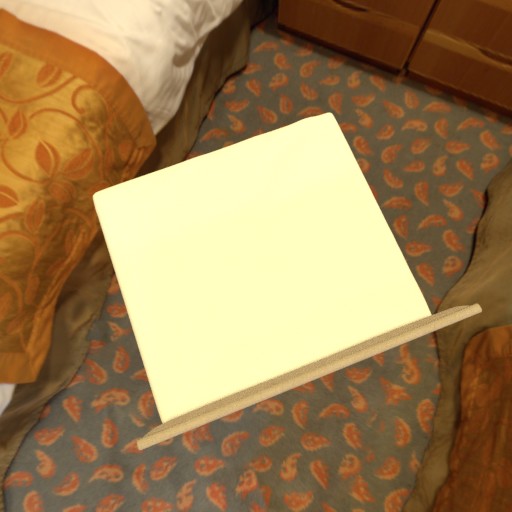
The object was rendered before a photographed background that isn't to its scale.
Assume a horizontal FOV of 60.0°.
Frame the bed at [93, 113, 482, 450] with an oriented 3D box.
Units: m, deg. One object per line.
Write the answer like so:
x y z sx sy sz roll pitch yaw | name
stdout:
0.000 0.000 3.343 2.170 1.346 1.914 -20 75 -6 | bed
